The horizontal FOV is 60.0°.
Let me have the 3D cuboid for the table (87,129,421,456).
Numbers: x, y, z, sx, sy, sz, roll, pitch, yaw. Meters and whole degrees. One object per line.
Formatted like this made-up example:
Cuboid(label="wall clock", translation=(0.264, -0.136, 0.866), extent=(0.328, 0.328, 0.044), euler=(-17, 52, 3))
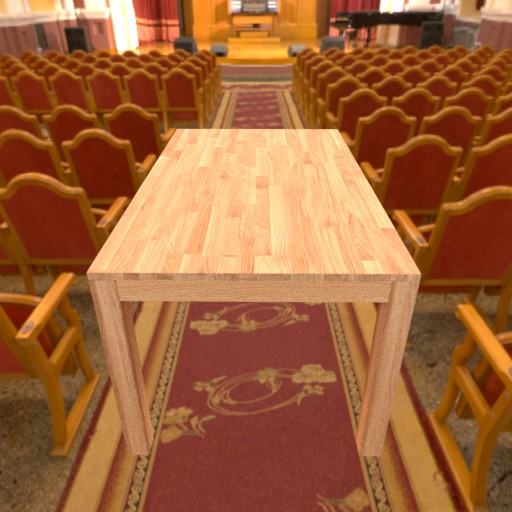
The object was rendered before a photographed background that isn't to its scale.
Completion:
Cuboid(label="table", translation=(0.000, 0.000, 2.032), extent=(0.900, 0.770, 1.500), euler=(0, 30, 0))
